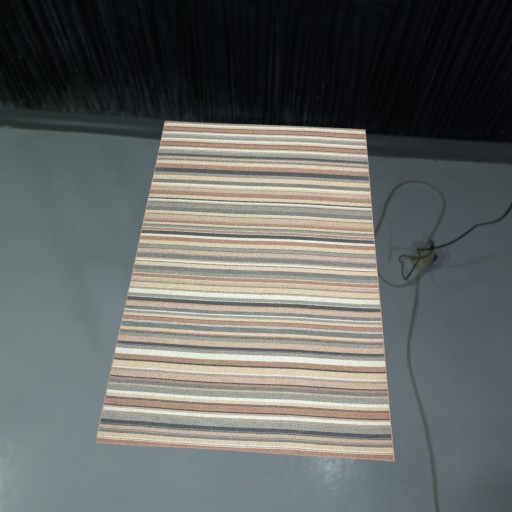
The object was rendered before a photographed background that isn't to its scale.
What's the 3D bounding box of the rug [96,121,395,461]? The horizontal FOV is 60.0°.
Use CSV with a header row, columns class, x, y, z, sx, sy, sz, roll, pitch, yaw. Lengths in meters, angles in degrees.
class,x,y,z,sx,sy,sz,roll,pitch,yaw
rug,0.000,0.000,2.247,1.219,0.008,1.829,3,61,2
